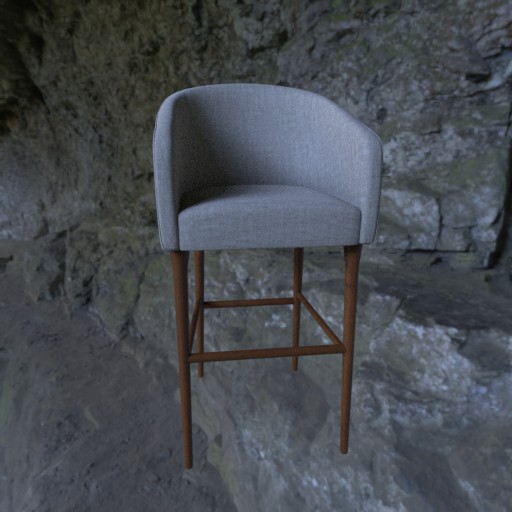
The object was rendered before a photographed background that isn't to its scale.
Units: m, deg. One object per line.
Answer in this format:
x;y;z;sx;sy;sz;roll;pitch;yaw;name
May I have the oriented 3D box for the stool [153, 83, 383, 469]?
0.000;0.000;1.397;0.559;1.078;0.607;-2;15;-7;stool
